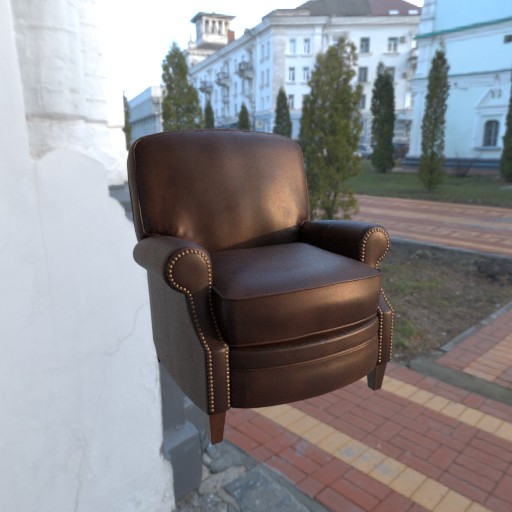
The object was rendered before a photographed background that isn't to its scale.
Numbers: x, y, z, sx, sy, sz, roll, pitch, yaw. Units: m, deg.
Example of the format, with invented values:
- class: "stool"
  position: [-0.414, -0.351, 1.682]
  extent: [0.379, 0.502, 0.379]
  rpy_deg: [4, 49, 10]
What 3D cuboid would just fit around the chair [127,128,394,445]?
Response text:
- class: "chair"
  position: [0.000, 0.000, 1.807]
  extent: [0.936, 1.018, 0.986]
  rpy_deg: [-7, 16, -27]
